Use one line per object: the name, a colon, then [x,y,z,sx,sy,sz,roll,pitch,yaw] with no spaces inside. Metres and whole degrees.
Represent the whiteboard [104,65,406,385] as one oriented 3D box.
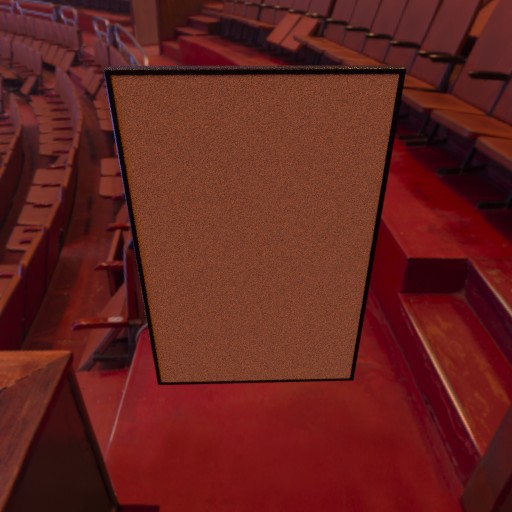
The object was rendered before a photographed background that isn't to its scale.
whiteboard: [0.000,0.000,0.767,0.406,0.611,0.026,-1,32,-1]
